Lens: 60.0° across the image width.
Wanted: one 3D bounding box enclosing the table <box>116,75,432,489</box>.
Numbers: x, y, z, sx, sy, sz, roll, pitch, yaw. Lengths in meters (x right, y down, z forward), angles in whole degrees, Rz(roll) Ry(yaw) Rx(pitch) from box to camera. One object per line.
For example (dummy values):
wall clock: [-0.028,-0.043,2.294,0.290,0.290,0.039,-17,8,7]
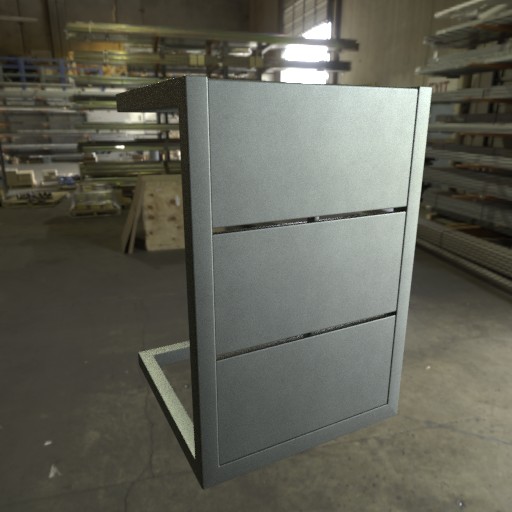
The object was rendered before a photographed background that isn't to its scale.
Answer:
table: [0.000,0.000,0.870,0.405,0.609,0.420,-9,19,-26]
